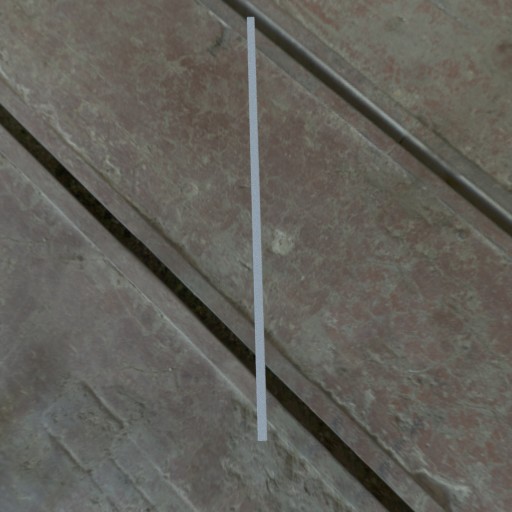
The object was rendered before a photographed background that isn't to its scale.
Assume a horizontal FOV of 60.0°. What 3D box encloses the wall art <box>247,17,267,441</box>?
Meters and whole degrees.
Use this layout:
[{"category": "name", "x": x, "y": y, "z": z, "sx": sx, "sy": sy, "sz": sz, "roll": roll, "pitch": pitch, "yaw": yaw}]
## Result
[{"category": "wall art", "x": 0.000, "y": 0.000, "z": 1.208, "sx": 0.015, "sy": 0.812, "sz": 0.812, "roll": -1, "pitch": 76, "yaw": 0}]
